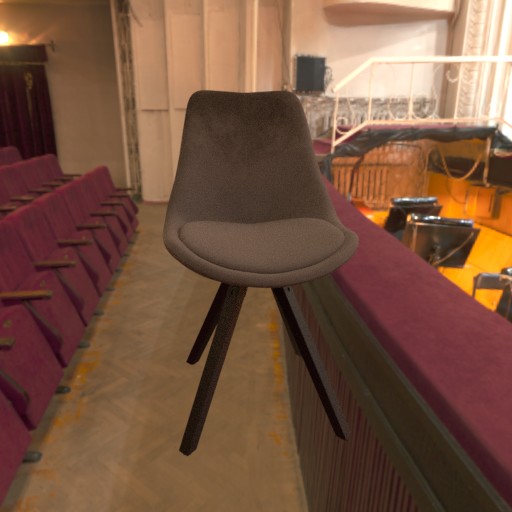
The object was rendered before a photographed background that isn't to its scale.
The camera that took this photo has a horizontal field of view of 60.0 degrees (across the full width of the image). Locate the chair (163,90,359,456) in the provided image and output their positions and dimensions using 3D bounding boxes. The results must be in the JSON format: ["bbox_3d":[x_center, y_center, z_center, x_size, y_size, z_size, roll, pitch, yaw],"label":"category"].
[{"bbox_3d":[0.000,0.000,1.174,0.476,0.850,0.550,-2,18,-7],"label":"chair"}]
